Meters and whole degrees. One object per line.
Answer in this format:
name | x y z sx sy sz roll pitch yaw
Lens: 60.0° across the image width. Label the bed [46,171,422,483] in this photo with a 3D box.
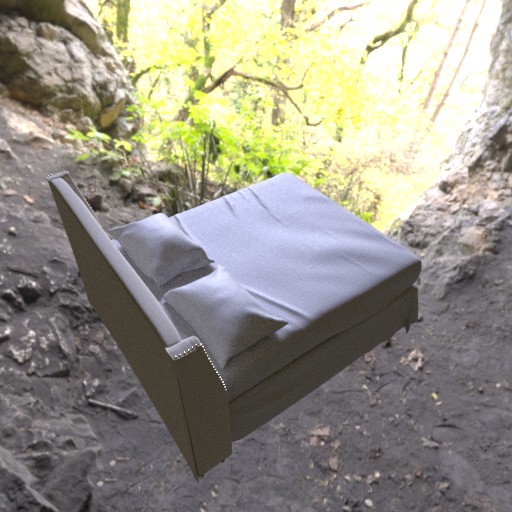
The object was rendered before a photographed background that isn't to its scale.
bed | 0.000 0.000 3.420 2.276 1.332 1.925 -25 47 -26
